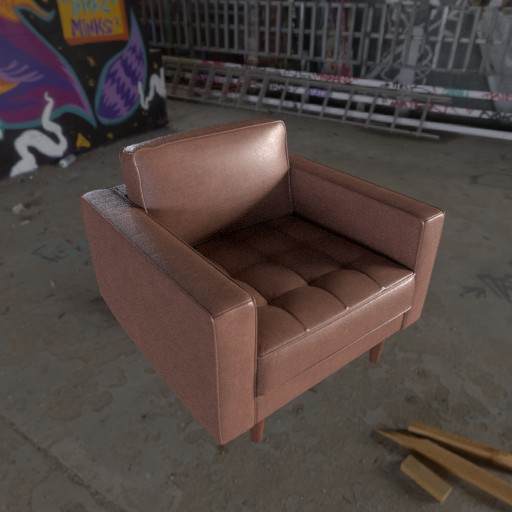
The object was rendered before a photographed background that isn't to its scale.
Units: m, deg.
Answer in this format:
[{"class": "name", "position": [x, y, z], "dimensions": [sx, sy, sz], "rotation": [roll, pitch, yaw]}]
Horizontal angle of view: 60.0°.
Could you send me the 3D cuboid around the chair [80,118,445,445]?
[{"class": "chair", "position": [0.000, 0.000, 1.550], "dimensions": [0.920, 0.770, 0.900], "rotation": [-22, 37, -31]}]
